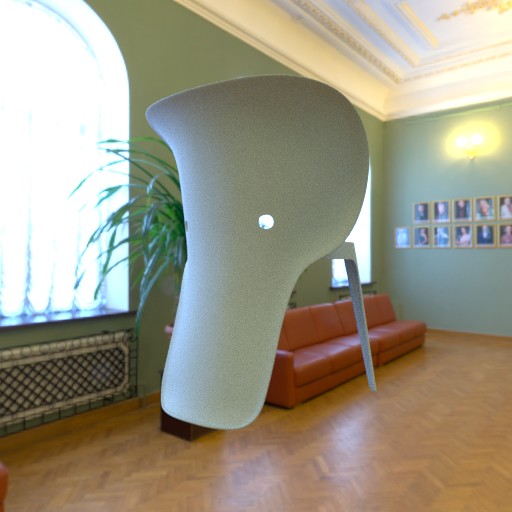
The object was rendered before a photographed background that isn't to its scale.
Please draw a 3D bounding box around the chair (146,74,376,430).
[{"bbox_3d":[0.000,0.000,0.888,0.451,0.554,0.402,0,0,37],"label":"chair"}]
